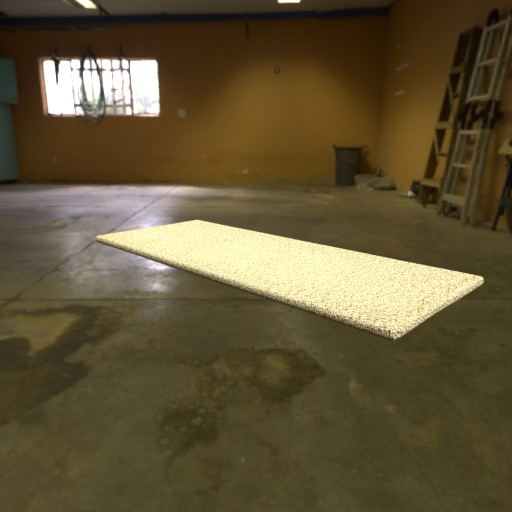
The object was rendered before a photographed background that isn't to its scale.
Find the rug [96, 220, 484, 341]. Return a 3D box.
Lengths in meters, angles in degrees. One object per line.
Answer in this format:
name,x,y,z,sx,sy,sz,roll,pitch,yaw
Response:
rug,0.000,0.000,1.771,1.524,0.030,0.609,14,20,43
